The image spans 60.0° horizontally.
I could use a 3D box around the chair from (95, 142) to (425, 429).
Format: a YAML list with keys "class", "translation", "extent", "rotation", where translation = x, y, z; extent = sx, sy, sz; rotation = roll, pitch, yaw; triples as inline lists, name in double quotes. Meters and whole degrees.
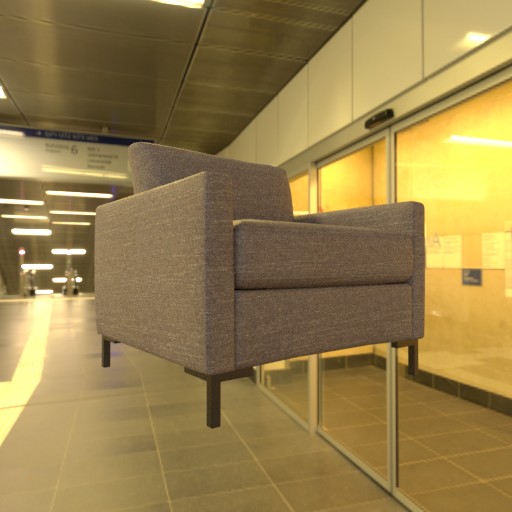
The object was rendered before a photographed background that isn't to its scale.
- class: "chair"
  translation: [0.000, 0.000, 1.626]
  extent: [0.940, 0.841, 0.845]
  rotation: [1, -1, -37]
